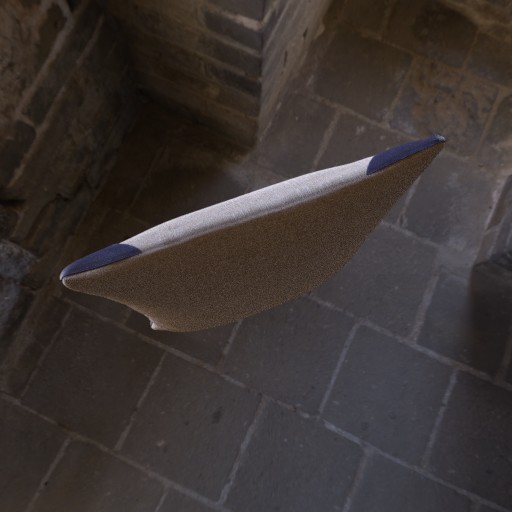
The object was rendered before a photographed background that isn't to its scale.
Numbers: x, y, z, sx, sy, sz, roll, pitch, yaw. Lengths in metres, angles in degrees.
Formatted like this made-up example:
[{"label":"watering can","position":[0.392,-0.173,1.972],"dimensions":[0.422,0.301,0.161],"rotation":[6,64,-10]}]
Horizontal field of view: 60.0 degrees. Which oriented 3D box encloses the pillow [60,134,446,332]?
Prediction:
[{"label":"pillow","position":[0.000,0.000,0.674],"dimensions":[0.440,0.441,0.147],"rotation":[-22,76,-6]}]
